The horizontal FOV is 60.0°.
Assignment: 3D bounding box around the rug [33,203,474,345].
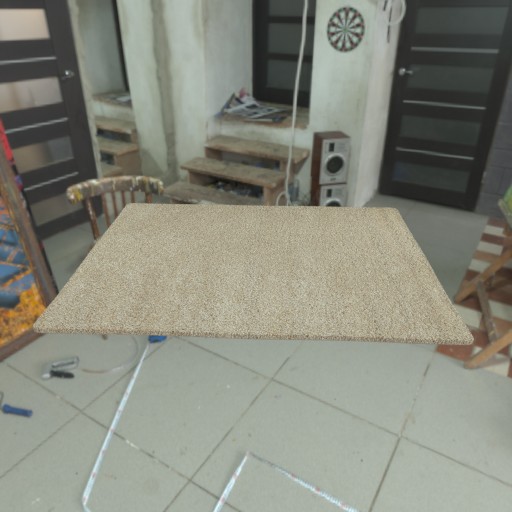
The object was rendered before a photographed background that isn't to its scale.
[{"bbox_3d":[0.000,0.000,2.117,1.600,0.025,1.199,1,29,2],"label":"rug"}]
